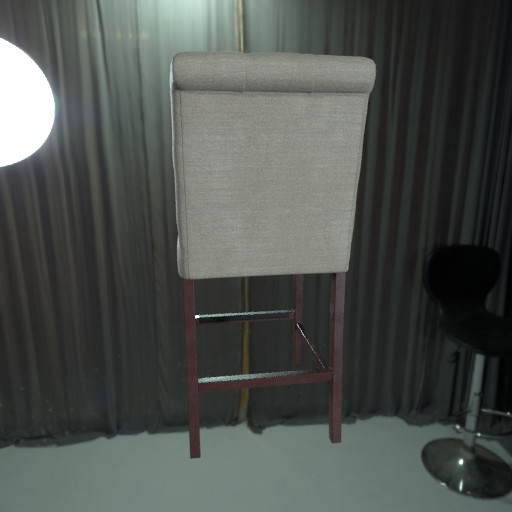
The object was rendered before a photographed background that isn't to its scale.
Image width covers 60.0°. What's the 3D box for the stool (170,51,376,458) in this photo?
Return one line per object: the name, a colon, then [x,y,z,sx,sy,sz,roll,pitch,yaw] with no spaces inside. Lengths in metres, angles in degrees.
stool: [0.000,0.000,1.399,0.486,1.084,0.660,-2,15,-9]
